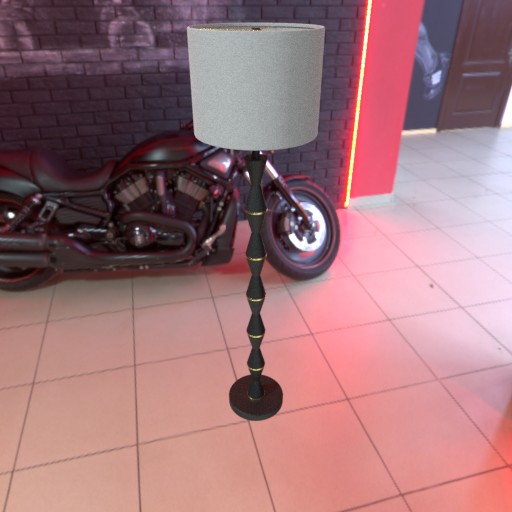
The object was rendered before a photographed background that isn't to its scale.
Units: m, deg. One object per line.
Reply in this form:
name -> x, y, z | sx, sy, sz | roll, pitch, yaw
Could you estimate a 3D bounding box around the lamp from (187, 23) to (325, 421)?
lamp -> 0.000, 0.000, 1.606 | 0.381, 1.480, 0.381 | 9, 32, 15
